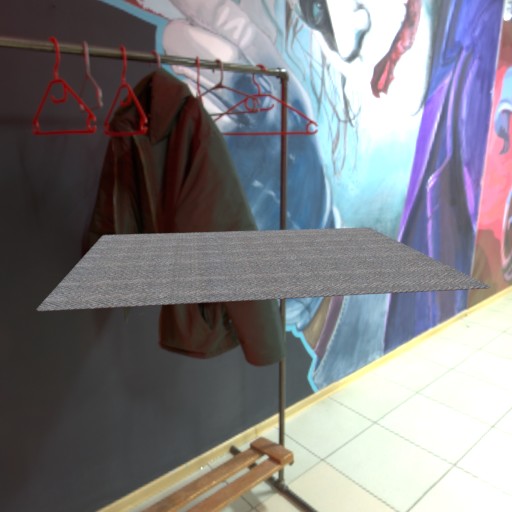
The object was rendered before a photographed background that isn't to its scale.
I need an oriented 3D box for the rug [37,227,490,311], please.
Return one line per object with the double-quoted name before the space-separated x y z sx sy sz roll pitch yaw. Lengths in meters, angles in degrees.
"rug" 0.000 0.000 5.168 3.957 0.011 2.894 -2 15 -8
